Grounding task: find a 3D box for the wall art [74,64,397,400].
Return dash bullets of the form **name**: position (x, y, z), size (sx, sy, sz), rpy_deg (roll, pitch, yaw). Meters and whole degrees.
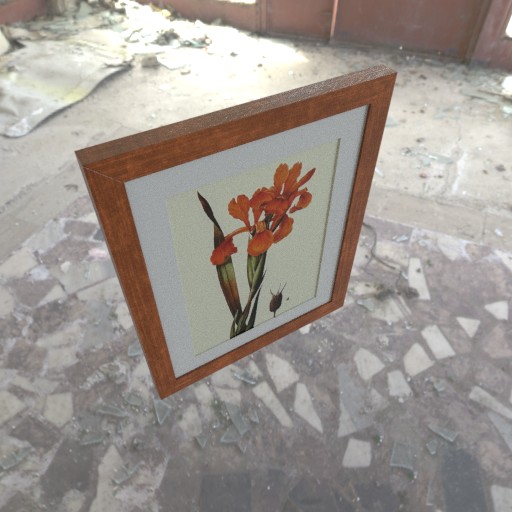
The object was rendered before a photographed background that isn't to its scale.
- **wall art**: position (0.000, 0.000, 0.787), size (0.467, 0.567, 0.033), rpy_deg (-23, 50, -21)
